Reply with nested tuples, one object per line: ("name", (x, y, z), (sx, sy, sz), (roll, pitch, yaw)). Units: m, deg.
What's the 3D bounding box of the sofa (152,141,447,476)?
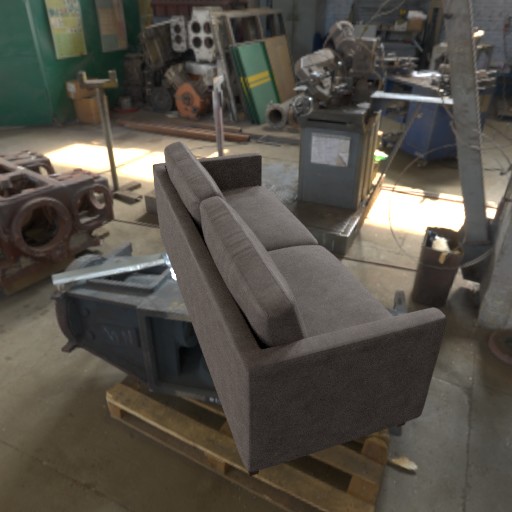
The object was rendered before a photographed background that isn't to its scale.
("sofa", (0.000, 0.000, 2.866), (0.951, 0.965, 2.434), (-10, 32, -17))
